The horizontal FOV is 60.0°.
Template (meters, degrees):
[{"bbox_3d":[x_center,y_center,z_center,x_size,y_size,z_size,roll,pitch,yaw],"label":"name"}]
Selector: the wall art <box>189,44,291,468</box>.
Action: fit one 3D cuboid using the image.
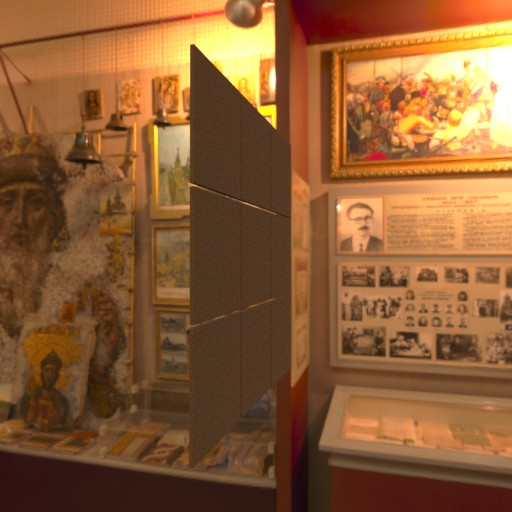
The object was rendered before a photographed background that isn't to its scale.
[{"bbox_3d":[0.000,0.000,1.848,0.013,1.216,1.216,0,0,18],"label":"wall art"}]
